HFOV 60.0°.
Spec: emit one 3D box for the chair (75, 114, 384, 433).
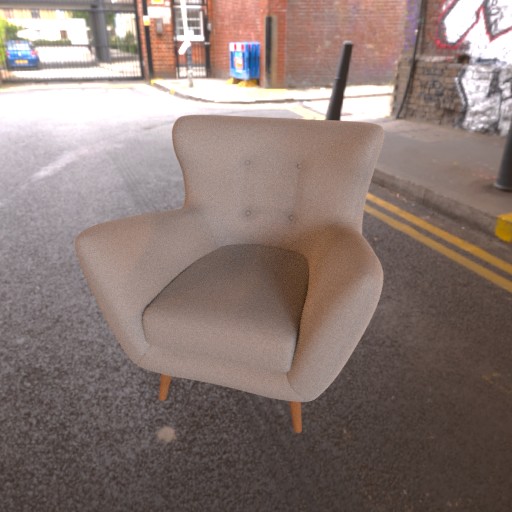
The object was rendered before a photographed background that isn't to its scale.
[{"bbox_3d":[0.000,0.000,1.608,0.890,0.889,0.889,8,27,15],"label":"chair"}]
